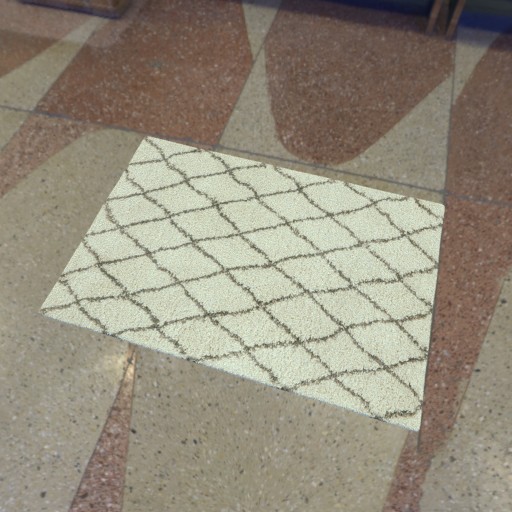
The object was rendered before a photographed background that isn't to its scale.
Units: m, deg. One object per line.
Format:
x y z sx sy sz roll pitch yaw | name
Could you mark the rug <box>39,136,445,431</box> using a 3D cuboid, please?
0.000 0.000 2.255 1.778 0.030 1.219 15 60 9 | rug
